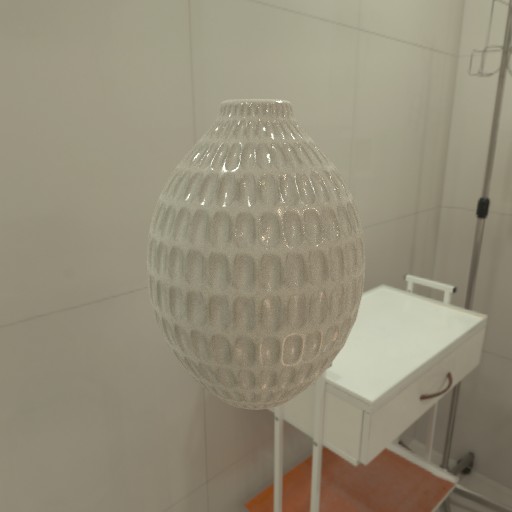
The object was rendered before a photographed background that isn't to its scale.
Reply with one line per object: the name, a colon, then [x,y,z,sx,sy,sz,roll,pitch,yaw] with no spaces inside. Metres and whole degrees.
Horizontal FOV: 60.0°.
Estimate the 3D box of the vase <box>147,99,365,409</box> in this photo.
vase: [0.000,0.000,0.336,0.162,0.223,0.162,0,16,0]
